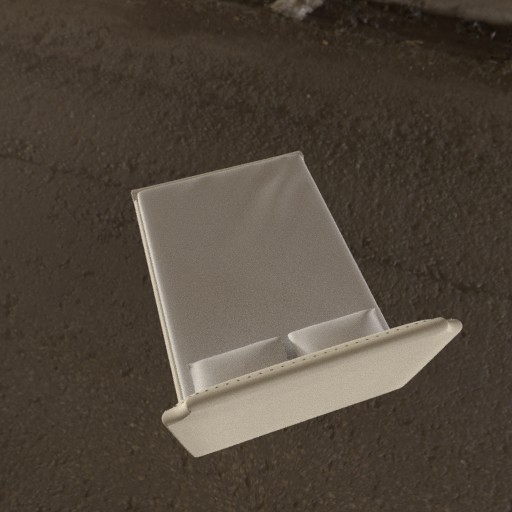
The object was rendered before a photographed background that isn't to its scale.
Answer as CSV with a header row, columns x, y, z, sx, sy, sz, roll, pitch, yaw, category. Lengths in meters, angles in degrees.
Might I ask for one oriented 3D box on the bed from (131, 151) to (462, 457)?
x,y,z,sx,sy,sz,roll,pitch,yaw,category
0.000,0.000,3.422,1.712,1.443,2.372,-15,60,-9,bed
